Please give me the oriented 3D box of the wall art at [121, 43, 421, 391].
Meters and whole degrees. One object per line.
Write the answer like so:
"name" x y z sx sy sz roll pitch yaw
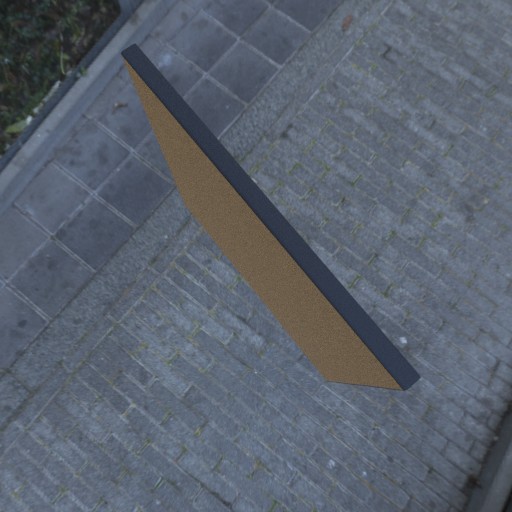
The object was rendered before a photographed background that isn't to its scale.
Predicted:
"wall art" 0.000 0.000 0.662 0.022 0.453 0.456 -37 78 -9
